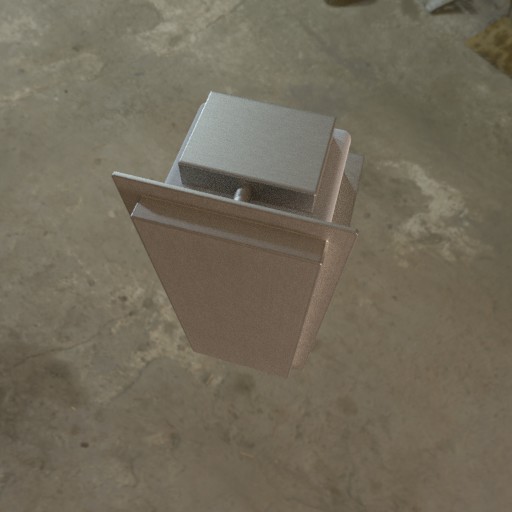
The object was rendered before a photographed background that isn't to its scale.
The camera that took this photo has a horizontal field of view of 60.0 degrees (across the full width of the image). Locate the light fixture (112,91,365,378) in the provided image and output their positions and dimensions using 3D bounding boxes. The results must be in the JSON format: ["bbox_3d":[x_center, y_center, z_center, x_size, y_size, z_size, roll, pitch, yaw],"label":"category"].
[{"bbox_3d":[0.000,0.000,0.483,0.168,0.380,0.160,14,64,7],"label":"light fixture"}]
